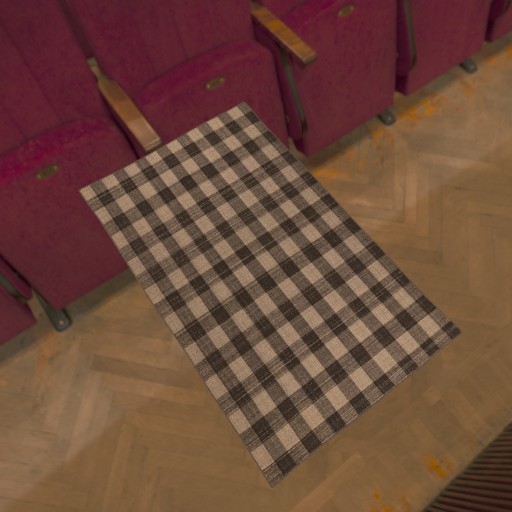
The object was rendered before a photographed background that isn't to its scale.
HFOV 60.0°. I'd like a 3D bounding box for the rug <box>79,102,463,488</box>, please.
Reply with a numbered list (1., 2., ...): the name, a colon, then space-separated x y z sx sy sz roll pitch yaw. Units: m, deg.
1. rug: 0.000 0.000 3.129 1.554 0.011 2.476 -33 69 -14
